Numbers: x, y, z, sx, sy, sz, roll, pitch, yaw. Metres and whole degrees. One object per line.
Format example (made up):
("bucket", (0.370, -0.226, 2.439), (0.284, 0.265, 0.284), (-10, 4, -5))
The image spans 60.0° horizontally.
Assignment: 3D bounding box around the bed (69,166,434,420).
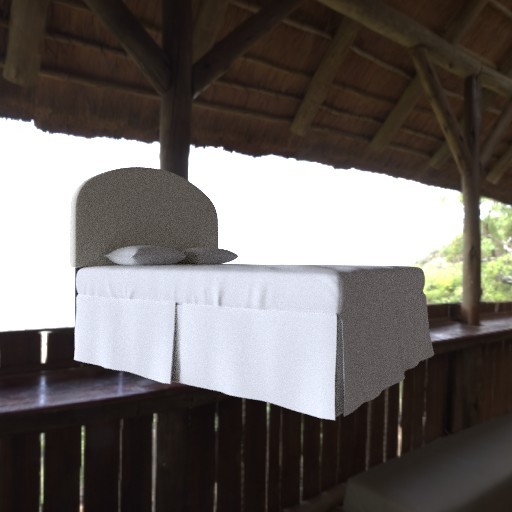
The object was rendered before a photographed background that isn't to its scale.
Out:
("bed", (0.000, 0.000, 3.046), (2.005, 1.410, 1.607), (0, 0, 34))
